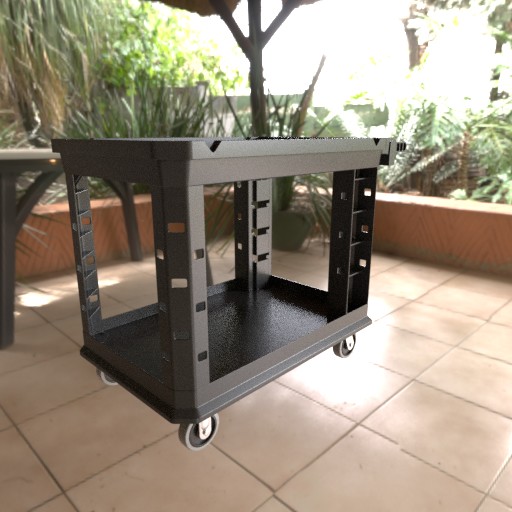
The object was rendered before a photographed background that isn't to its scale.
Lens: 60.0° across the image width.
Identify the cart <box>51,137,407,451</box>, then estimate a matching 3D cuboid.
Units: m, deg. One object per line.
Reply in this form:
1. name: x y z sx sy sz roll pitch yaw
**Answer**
1. cart: 0.000 0.000 1.717 0.674 0.884 1.239 15 21 42
